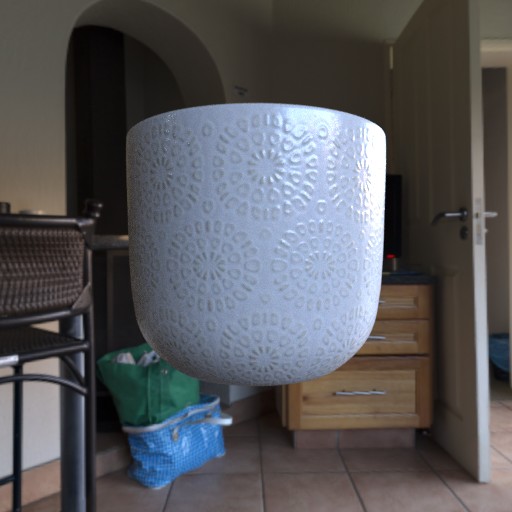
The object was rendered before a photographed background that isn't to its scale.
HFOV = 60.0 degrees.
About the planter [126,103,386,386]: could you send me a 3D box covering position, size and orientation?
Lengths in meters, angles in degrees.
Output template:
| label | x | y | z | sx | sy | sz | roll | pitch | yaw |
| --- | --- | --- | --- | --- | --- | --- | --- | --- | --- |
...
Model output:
| label | x | y | z | sx | sy | sz | roll | pitch | yaw |
| --- | --- | --- | --- | --- | --- | --- | --- | --- | --- |
| planter | 0.000 | 0.000 | 0.303 | 0.170 | 0.152 | 0.170 | 0 | 0 | 0 |
